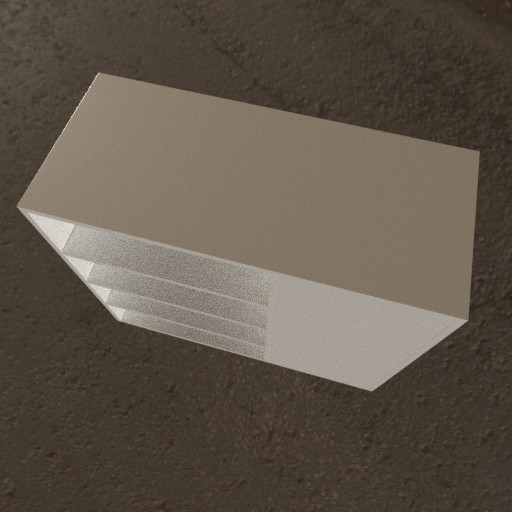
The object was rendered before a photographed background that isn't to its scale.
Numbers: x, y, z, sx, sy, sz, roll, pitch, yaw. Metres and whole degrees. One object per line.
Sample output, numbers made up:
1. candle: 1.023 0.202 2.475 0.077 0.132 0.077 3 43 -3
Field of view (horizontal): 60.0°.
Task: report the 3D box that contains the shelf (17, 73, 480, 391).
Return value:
1. shelf: 0.000 0.000 1.255 0.895 0.732 0.396 14 64 7
